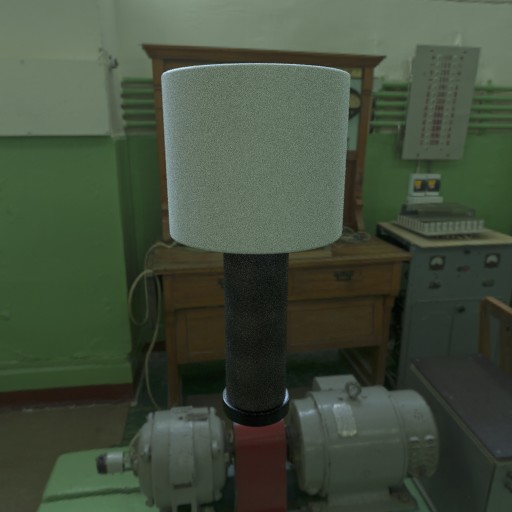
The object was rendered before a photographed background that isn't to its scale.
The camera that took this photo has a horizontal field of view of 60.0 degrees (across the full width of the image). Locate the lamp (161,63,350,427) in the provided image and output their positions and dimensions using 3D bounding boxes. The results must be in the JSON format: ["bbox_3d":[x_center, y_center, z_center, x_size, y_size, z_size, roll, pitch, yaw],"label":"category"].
[{"bbox_3d":[0.000,0.000,0.813,0.305,0.634,0.305,-3,16,-10],"label":"lamp"}]
